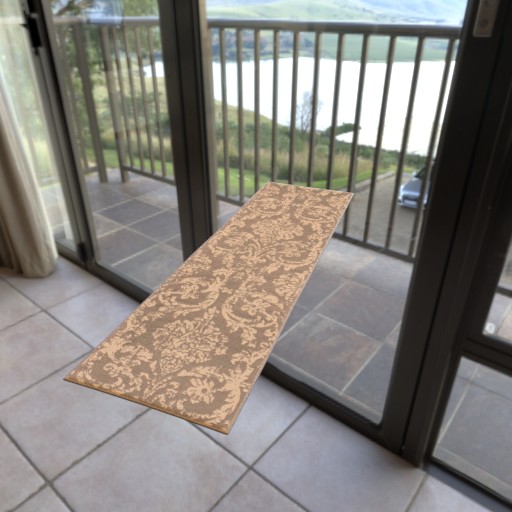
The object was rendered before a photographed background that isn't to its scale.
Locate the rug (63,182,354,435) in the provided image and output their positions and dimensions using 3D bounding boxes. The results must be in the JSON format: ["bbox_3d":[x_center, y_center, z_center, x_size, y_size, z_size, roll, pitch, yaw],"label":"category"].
[{"bbox_3d":[0.000,0.000,2.400,0.662,0.011,2.196,11,32,18],"label":"rug"}]
